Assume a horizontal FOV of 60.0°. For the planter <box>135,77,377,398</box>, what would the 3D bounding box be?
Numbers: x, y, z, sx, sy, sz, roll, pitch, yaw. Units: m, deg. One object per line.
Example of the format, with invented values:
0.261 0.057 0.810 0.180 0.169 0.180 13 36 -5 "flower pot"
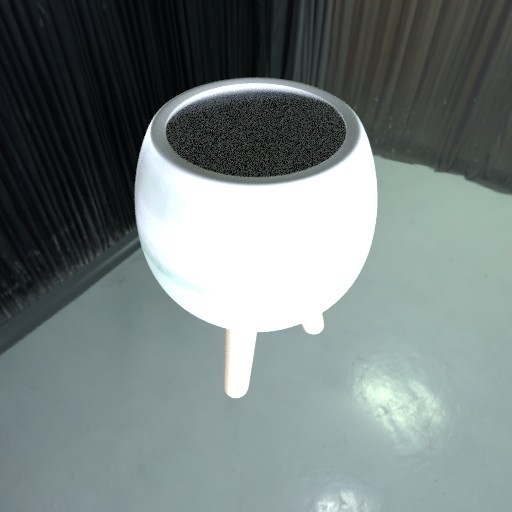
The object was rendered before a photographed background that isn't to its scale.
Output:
0.000 0.000 0.339 0.161 0.224 0.161 0 46 0 "planter"
